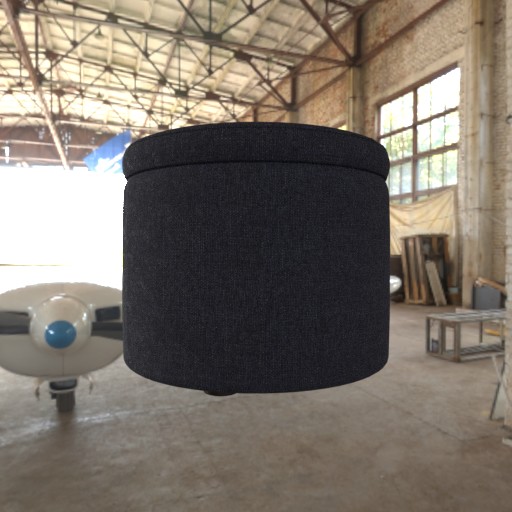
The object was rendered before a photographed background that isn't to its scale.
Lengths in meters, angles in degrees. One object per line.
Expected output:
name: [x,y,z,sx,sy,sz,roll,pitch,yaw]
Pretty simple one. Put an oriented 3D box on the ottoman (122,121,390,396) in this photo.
ottoman: [0.000,0.000,0.897,0.520,0.430,0.520,0,1,0]
